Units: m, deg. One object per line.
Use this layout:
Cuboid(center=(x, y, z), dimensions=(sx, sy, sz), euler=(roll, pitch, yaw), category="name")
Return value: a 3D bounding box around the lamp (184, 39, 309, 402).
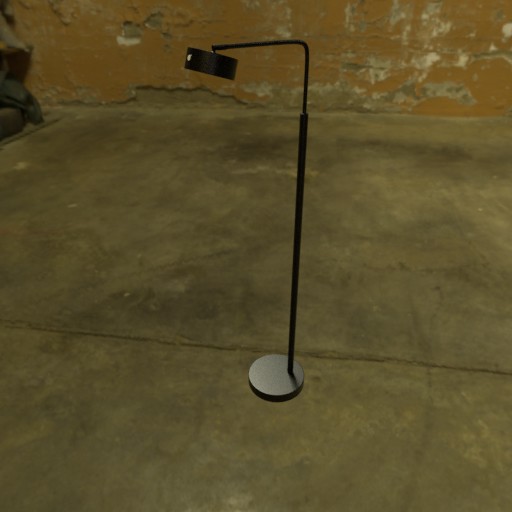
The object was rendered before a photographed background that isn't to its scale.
Cuboid(center=(0.000, 0.000, 1.399), dimensions=(0.418, 1.230, 0.219), euler=(-21, 37, -30), category="lamp")
